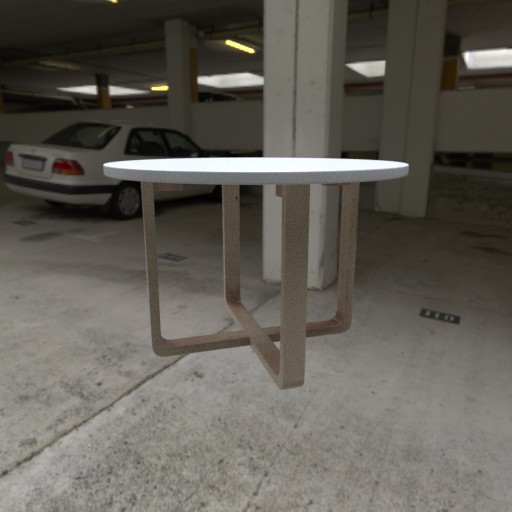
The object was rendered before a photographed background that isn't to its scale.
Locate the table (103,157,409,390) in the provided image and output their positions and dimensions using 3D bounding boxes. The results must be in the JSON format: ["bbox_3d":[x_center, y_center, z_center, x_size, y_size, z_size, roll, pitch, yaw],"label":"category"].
[{"bbox_3d":[0.000,0.000,0.966,0.600,0.400,0.600,0,14,0],"label":"table"}]
